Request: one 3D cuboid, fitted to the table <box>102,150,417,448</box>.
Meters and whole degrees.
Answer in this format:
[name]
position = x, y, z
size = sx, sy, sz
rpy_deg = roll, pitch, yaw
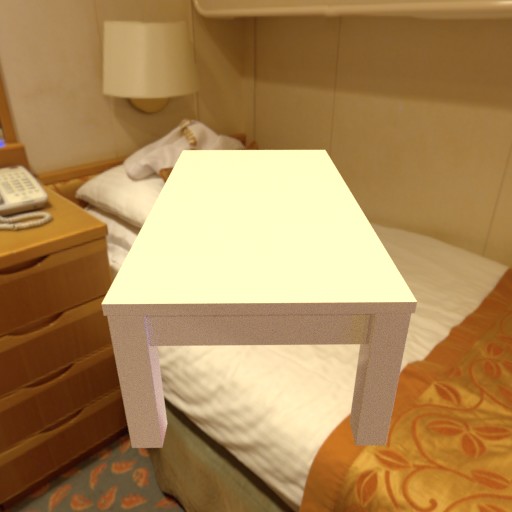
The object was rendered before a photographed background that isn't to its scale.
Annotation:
[table]
position = 0.000, 0.000, 1.688
size = 0.700, 0.470, 1.350
rpy_deg = 0, 28, -1
